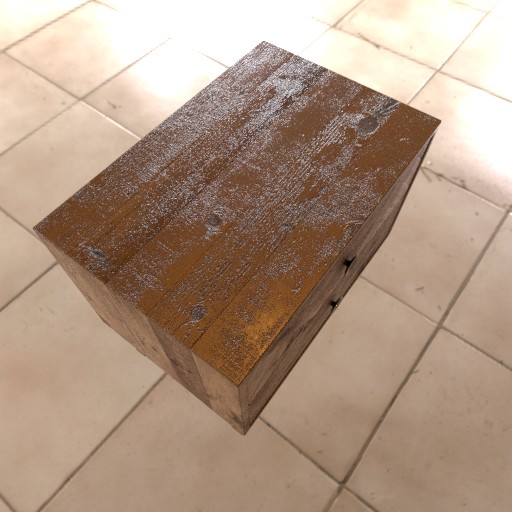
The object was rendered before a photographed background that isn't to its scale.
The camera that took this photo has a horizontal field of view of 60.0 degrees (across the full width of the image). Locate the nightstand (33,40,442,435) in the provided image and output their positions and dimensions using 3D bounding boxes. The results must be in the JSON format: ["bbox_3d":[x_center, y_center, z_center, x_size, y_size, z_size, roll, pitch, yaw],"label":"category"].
[{"bbox_3d":[0.000,0.000,1.060,0.450,0.599,0.650,33,64,18],"label":"nightstand"}]
